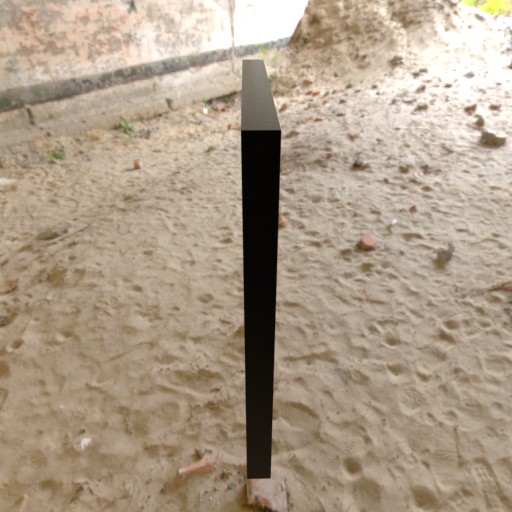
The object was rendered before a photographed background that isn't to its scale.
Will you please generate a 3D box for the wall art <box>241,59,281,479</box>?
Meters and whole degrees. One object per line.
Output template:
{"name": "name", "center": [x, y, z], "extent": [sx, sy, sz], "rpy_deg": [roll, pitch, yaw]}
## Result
{"name": "wall art", "center": [0.000, 0.000, 0.750], "extent": [0.039, 0.553, 0.451], "rpy_deg": [-1, 32, -1]}
